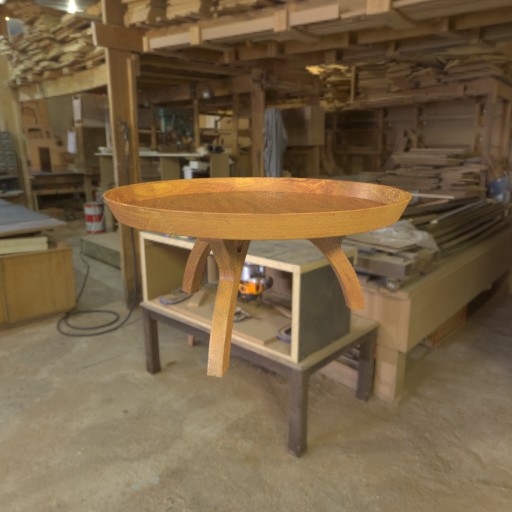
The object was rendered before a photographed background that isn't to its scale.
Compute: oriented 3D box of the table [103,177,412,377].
[{"bbox_3d":[0.000,0.000,1.579,1.016,0.470,1.016,0,15,0],"label":"table"}]
